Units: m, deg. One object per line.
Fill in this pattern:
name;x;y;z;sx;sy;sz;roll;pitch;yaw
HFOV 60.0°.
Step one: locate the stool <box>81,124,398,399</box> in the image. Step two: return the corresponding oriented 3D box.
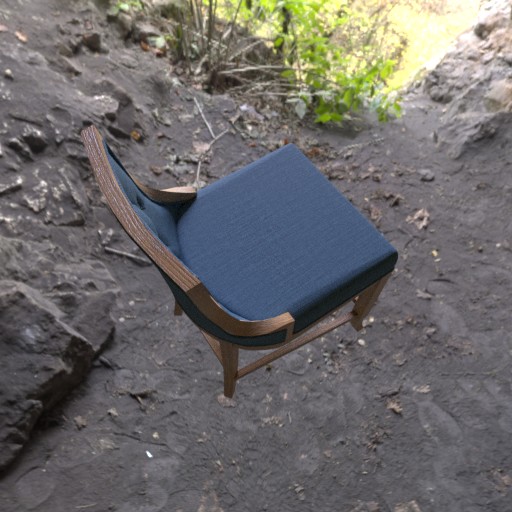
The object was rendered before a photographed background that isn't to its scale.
stool;0.000;0.000;1.289;0.626;0.938;0.524;-30;64;-16
